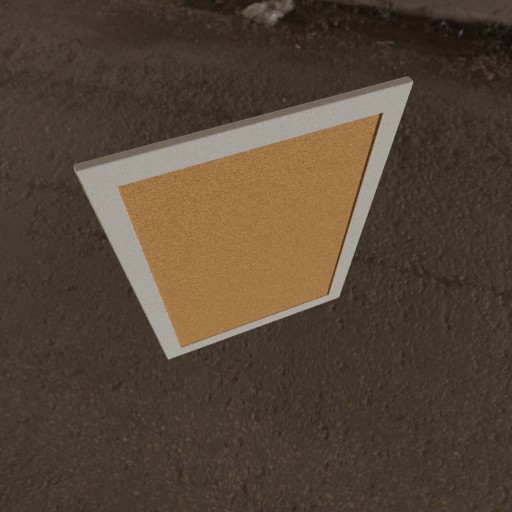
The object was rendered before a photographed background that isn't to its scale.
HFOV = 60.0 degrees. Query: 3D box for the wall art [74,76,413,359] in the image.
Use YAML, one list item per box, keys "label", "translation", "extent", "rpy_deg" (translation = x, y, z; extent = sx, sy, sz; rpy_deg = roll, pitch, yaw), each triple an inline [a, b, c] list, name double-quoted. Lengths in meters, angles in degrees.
- label: "wall art"
  translation: [0.000, 0.000, 0.685]
  extent: [0.374, 0.529, 0.012]
  rpy_deg: [-18, 59, -11]
